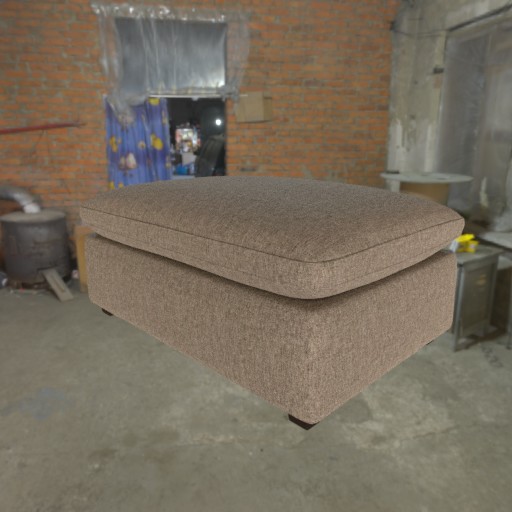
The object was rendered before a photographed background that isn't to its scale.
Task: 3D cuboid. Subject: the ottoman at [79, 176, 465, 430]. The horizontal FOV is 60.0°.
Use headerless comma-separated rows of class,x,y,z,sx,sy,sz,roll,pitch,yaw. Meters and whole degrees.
ottoman,0.000,0.000,1.329,0.694,0.451,0.977,-14,21,-43
